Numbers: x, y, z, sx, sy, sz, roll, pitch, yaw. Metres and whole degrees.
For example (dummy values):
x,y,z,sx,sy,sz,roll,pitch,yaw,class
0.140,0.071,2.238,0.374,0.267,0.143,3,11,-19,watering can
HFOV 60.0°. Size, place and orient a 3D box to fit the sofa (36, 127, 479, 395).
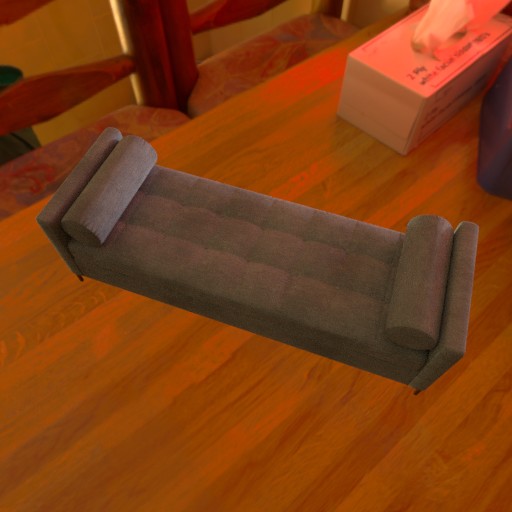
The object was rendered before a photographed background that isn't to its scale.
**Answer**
x,y,z,sx,sy,sz,roll,pitch,yaw,class
0.000,0.000,2.329,1.981,0.635,0.686,17,59,10,sofa
